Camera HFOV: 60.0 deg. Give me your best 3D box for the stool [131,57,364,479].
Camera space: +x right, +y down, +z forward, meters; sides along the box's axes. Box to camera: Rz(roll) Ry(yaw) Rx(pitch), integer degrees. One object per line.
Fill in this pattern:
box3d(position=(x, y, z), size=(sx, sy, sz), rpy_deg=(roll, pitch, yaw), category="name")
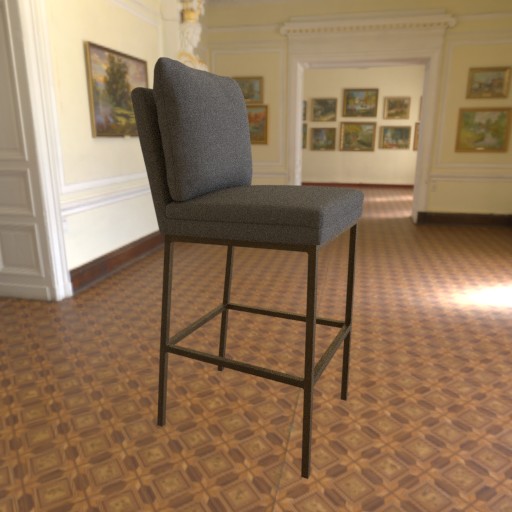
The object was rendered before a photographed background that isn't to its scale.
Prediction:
box3d(position=(0.000, 0.000, 1.406), size=(0.569, 1.132, 0.463), rpy_deg=(7, 17, 25), category="stool")
